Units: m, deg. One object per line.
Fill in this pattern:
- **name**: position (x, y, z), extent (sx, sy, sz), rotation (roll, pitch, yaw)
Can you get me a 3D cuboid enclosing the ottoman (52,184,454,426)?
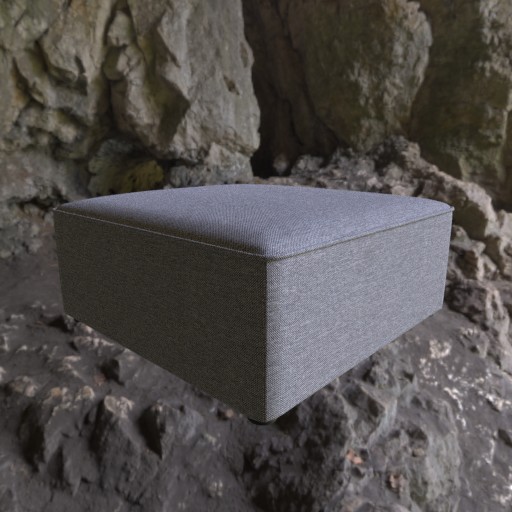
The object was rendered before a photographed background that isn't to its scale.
- **ottoman**: position (0.000, 0.000, 1.564), extent (1.005, 0.455, 1.005), rotation (13, 19, 42)
